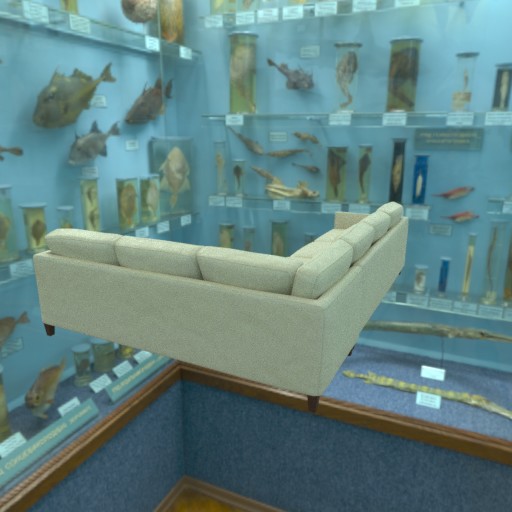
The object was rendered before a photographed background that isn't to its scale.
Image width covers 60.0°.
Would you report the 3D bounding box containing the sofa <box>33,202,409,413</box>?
[{"bbox_3d":[0.000,0.000,4.604,2.593,0.947,3.302,8,17,26],"label":"sofa"}]
